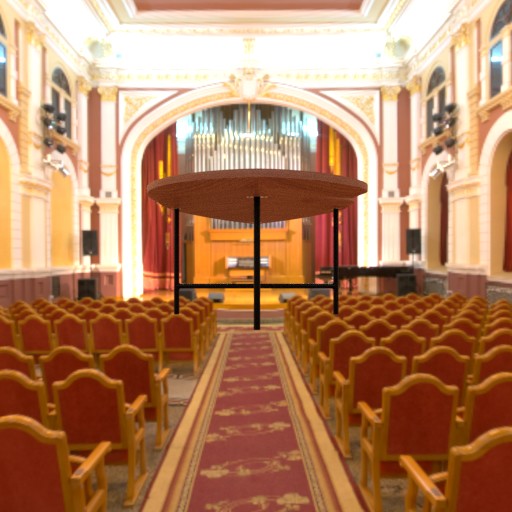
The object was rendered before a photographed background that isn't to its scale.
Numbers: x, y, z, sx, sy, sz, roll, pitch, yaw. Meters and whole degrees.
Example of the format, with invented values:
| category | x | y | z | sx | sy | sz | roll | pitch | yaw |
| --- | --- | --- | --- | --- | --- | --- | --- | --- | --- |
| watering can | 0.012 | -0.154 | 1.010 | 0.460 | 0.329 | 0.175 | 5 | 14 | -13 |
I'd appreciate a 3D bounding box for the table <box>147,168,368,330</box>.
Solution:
| category | x | y | z | sx | sy | sz | roll | pitch | yaw |
| --- | --- | --- | --- | --- | --- | --- | --- | --- | --- |
| table | 0.000 | 0.000 | 1.504 | 0.598 | 0.360 | 1.199 | 0 | 0 | 0 |
